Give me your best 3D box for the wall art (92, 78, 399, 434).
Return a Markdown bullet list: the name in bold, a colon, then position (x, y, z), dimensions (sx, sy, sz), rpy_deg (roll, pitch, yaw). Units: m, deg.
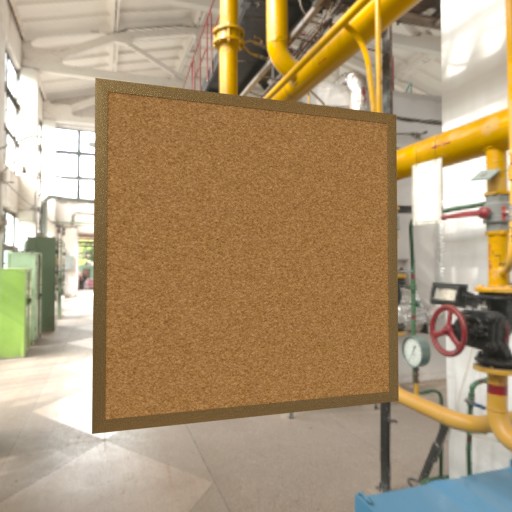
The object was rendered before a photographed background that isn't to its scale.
- **wall art**: position (0.000, 0.000, 0.443), dimensions (0.304, 0.305, 0.038), rpy_deg (0, -2, -18)
